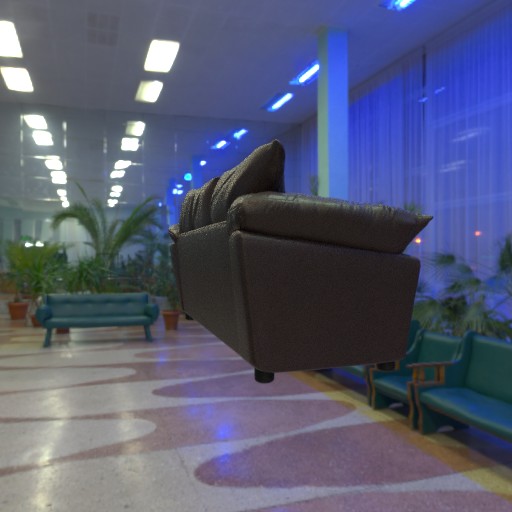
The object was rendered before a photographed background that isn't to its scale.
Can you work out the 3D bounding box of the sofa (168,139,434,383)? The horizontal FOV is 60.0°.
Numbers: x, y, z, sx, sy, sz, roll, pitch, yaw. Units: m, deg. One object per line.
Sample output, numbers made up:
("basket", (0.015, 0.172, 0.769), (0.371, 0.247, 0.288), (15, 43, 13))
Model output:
("sofa", (0.000, 0.000, 2.939), (0.907, 1.091, 2.390), (0, 0, -18))
